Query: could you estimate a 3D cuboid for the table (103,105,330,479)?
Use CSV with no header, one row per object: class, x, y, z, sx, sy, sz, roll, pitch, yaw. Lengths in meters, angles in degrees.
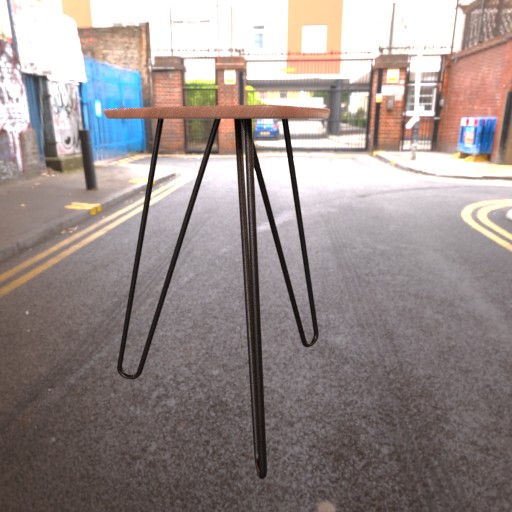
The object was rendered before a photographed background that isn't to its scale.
table,0.000,0.000,0.898,0.442,0.564,0.455,16,23,42
